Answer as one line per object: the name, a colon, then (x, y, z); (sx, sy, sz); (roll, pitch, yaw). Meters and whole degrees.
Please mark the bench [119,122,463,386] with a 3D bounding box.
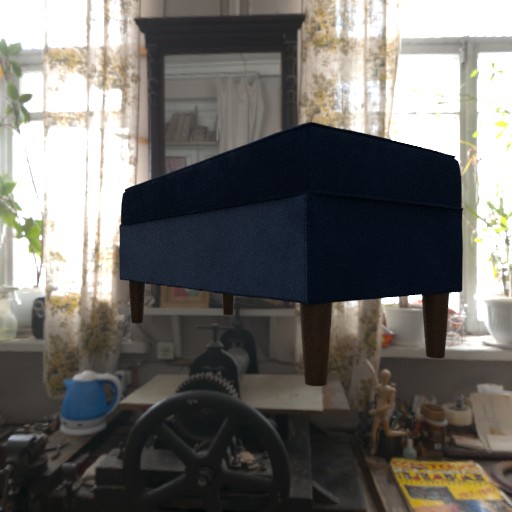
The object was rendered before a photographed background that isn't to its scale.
bench: (0.000, 0.000, 1.294); (0.489, 0.467, 1.010); (0, 0, -35)
